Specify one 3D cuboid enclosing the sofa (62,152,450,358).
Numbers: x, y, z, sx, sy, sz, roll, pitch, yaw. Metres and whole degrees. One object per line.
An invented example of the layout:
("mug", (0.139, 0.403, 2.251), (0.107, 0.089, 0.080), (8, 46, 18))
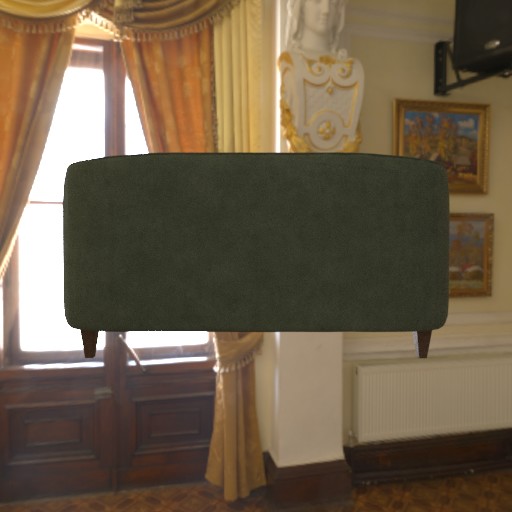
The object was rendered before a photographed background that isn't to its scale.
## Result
("sofa", (0.000, 0.000, 2.239), (1.733, 0.855, 0.941), (0, 1, 0))
